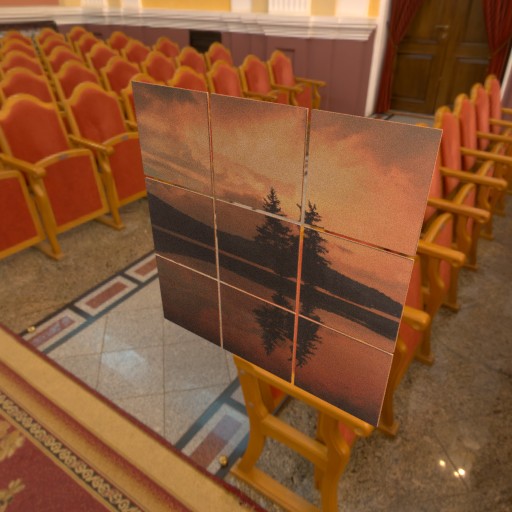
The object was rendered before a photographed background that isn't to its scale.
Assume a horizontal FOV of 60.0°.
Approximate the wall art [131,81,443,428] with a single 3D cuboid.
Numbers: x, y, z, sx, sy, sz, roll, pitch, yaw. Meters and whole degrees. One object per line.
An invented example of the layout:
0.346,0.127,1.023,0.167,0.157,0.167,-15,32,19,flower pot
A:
0.000,0.000,2.249,1.520,1.525,0.013,20,37,29,wall art
